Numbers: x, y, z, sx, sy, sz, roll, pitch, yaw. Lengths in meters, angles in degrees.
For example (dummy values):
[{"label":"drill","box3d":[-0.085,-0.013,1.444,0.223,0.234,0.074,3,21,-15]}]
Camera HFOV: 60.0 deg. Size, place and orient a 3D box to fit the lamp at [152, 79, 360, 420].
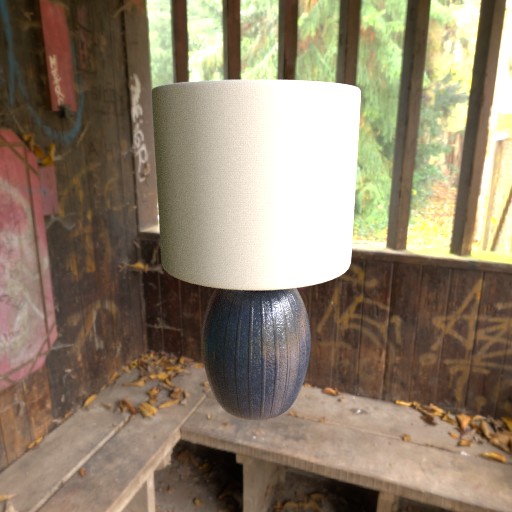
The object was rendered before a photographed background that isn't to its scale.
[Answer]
[{"label":"lamp","box3d":[0.000,0.000,0.785,0.329,0.570,0.329,-2,16,-8]}]
